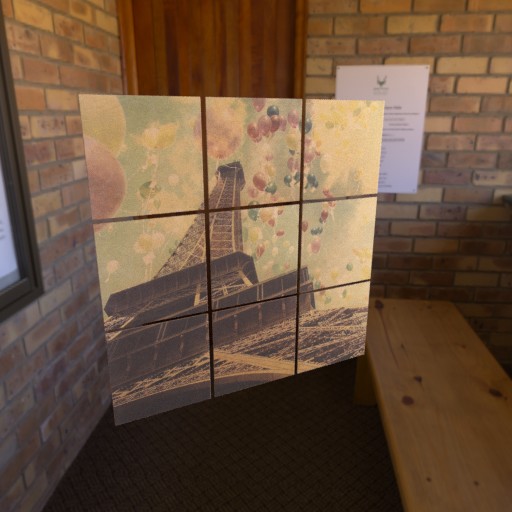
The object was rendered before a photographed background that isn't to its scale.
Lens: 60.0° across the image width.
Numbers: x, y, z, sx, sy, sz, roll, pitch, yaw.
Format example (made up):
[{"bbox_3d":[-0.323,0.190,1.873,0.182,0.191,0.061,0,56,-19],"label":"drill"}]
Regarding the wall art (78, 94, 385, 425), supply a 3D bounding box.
[{"bbox_3d":[0.000,0.000,2.240,1.517,1.505,0.002,-8,19,-25],"label":"wall art"}]
